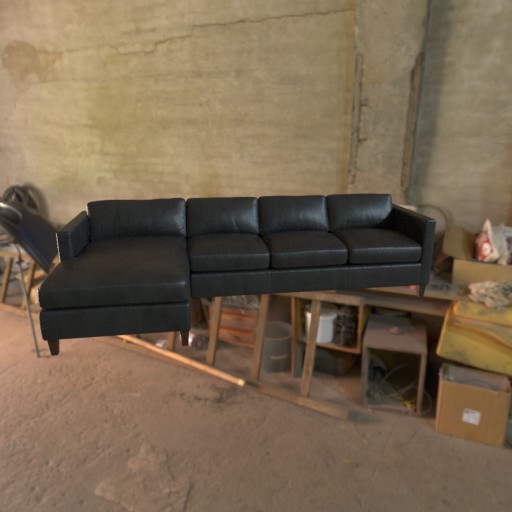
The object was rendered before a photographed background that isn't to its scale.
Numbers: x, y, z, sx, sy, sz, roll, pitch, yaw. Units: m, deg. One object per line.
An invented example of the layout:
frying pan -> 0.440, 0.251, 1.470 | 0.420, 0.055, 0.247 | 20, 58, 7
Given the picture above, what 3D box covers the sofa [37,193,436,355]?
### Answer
sofa -> 0.000, 0.000, 3.894 | 3.203, 0.883, 1.581 | -3, 17, -9
